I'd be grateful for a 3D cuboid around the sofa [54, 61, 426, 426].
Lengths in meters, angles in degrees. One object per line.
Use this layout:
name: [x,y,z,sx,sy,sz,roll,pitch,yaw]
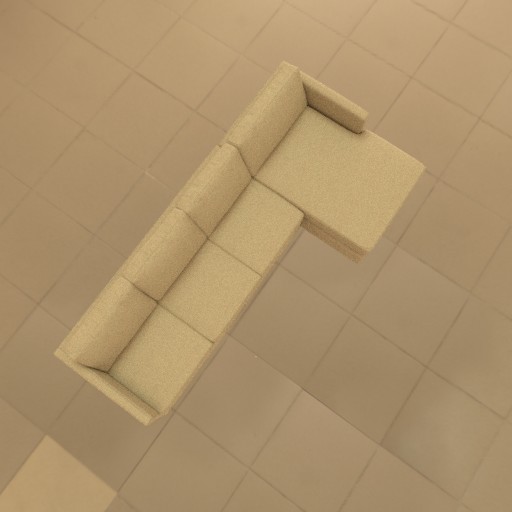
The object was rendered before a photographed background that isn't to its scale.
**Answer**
sofa: [0.000,0.000,3.843,1.622,0.867,3.177,34,79,7]
